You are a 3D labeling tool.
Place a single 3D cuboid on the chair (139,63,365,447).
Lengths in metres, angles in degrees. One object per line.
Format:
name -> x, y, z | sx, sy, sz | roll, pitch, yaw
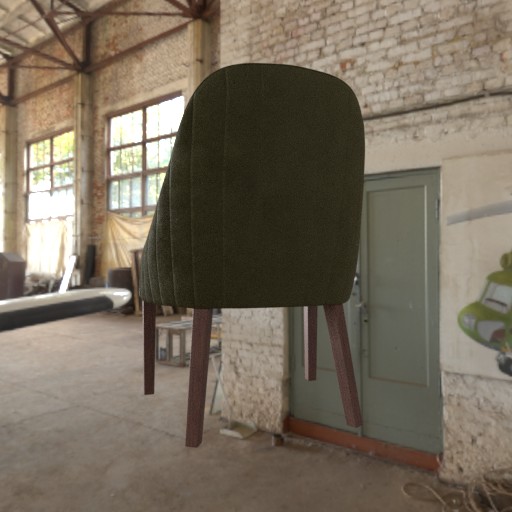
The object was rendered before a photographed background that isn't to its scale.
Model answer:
chair -> 0.000, 0.000, 1.287 | 0.643, 0.889, 0.575 | 0, -1, -17
